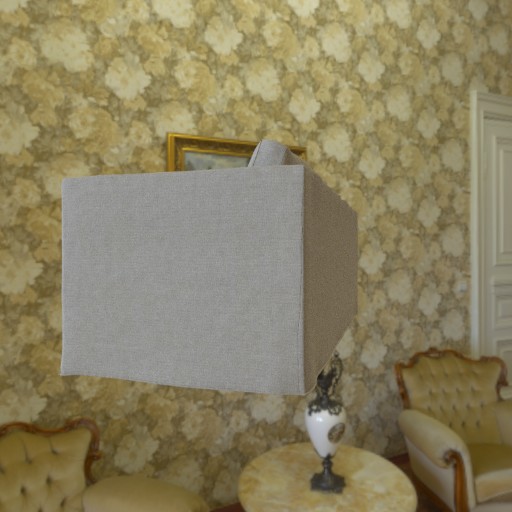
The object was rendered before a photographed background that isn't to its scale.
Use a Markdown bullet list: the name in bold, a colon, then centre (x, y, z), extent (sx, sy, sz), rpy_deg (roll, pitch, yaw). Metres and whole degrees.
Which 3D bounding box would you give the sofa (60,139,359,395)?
- **sofa**: centre (0.000, 0.000, 2.420), extent (0.956, 0.847, 1.987), rpy_deg (0, 1, 18)
